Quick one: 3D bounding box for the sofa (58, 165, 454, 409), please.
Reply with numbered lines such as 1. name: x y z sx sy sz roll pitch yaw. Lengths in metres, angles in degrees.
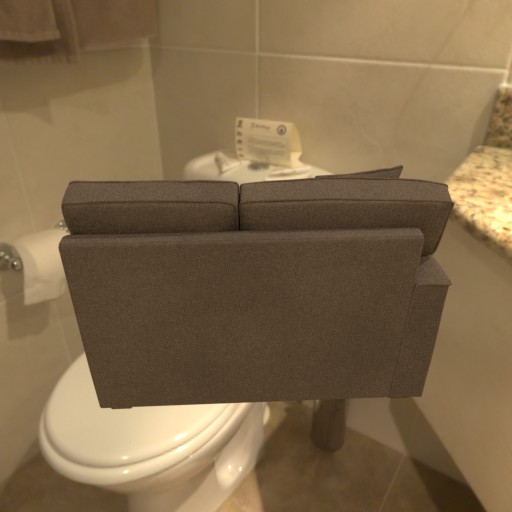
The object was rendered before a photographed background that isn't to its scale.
1. sofa: 0.000 0.000 2.052 1.388 0.989 0.991 -1 30 -2
